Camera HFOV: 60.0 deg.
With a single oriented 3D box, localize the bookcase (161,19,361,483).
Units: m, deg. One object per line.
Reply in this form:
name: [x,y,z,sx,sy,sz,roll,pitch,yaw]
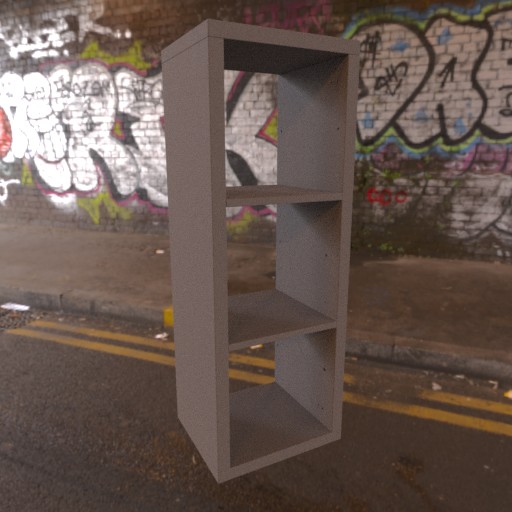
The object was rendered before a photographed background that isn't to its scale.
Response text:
bookcase: [0.000,0.000,1.234,0.390,1.080,0.330,-7,15,-27]
